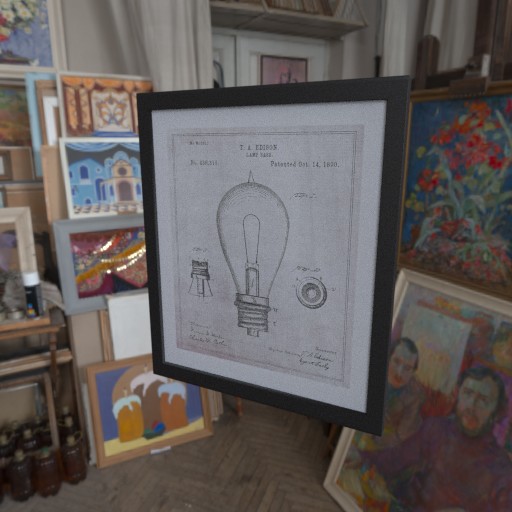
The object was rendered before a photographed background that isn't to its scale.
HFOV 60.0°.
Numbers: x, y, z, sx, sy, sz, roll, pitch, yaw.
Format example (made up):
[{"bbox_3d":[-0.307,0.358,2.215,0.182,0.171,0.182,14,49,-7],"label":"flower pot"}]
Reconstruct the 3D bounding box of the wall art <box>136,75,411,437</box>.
[{"bbox_3d":[0.000,0.000,0.707,0.430,0.509,0.021,7,15,26],"label":"wall art"}]
